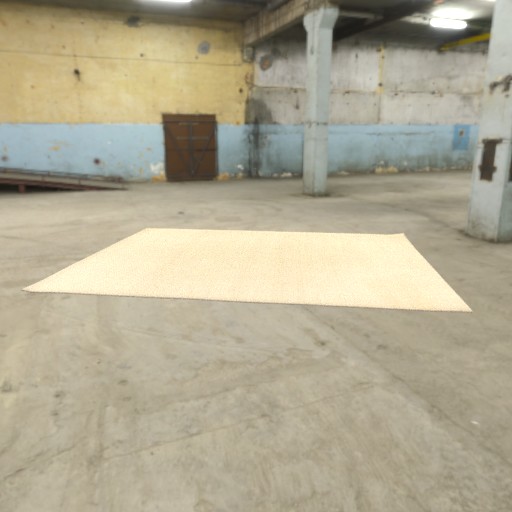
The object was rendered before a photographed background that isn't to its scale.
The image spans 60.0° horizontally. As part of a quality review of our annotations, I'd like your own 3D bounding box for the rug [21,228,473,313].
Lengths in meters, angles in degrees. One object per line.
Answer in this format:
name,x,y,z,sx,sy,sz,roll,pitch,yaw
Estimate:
rug,0.000,0.000,3.878,2.897,0.035,2.277,2,15,8
